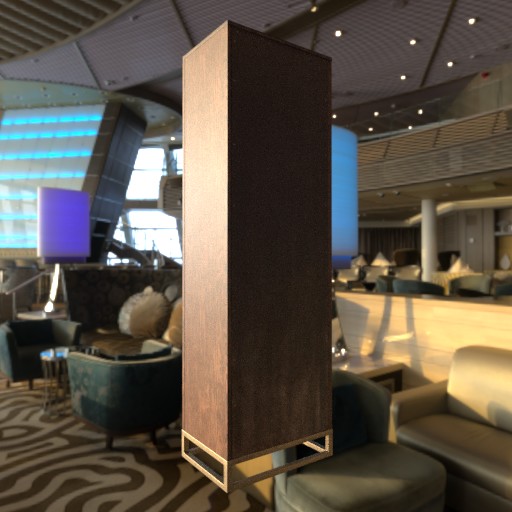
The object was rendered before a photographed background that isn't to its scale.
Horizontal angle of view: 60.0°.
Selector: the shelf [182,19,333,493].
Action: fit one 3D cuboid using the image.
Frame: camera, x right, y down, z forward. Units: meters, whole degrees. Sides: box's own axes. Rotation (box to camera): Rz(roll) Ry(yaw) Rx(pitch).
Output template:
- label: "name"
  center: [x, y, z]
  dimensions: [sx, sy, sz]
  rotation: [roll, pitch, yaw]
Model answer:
- label: "shelf"
  center: [0.000, 0.000, 1.936]
  dimensions: [0.539, 1.732, 0.395]
  rotation: [0, 0, -35]
